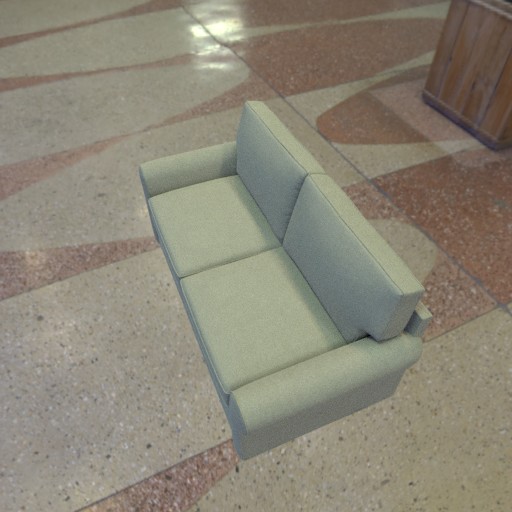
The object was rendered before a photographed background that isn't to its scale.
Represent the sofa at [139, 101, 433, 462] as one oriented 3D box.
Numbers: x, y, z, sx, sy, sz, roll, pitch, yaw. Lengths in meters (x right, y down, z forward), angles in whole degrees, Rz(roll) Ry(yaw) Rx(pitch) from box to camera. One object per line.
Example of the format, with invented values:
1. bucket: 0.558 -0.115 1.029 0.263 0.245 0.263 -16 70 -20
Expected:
1. sofa: 0.000 0.000 2.359 0.861 0.933 1.774 -17 50 -15
